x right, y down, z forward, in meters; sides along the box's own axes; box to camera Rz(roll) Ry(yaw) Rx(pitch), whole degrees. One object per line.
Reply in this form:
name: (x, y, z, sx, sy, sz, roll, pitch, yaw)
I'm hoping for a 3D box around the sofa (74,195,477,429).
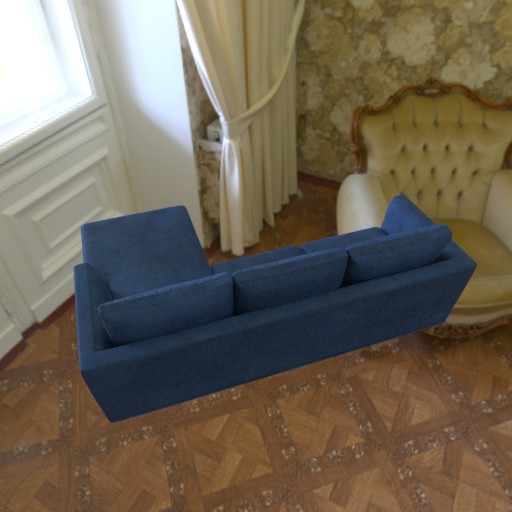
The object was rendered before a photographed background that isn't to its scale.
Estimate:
sofa: (0.000, 0.000, 3.251, 2.438, 0.987, 1.622, -13, 44, -14)
